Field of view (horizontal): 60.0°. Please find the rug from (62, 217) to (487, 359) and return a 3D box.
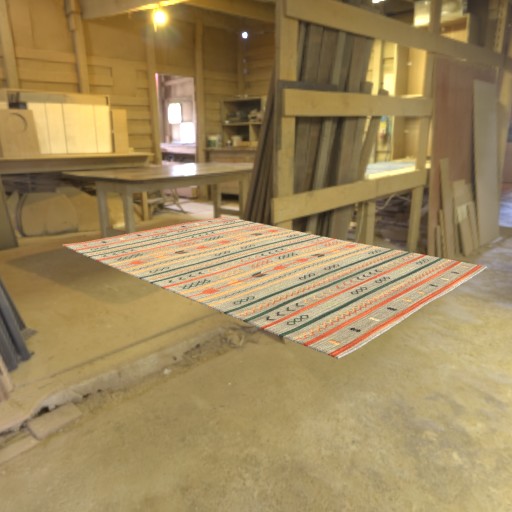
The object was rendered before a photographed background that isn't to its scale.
[{"bbox_3d":[0.000,0.000,2.267,1.835,0.017,1.220,15,21,42],"label":"rug"}]
